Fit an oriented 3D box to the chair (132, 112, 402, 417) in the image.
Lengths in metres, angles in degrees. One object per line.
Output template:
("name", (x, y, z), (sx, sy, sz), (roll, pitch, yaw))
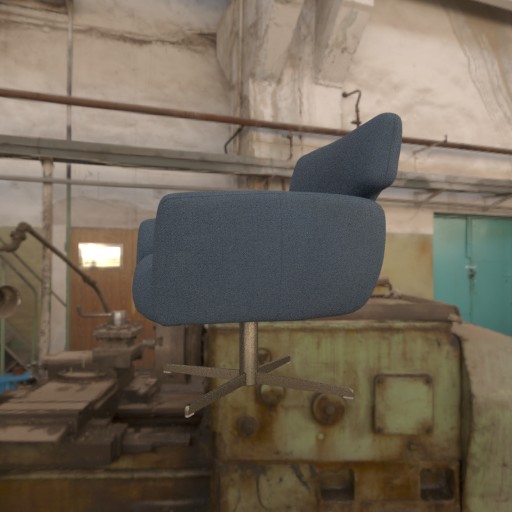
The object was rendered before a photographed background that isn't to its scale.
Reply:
("chair", (0.000, 0.000, 1.419), (0.761, 0.813, 0.738), (0, -1, -18))
